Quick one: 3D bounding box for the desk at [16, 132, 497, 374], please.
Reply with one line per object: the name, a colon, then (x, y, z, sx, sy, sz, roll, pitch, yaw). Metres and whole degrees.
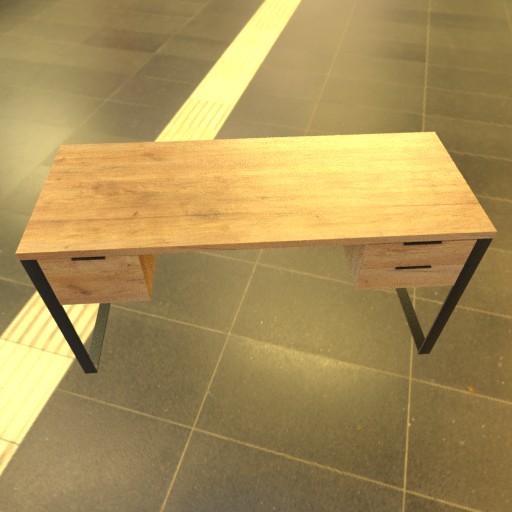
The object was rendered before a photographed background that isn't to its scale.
desk: (0.000, 0.000, 1.874, 1.520, 0.760, 0.600, -3, 47, -3)
